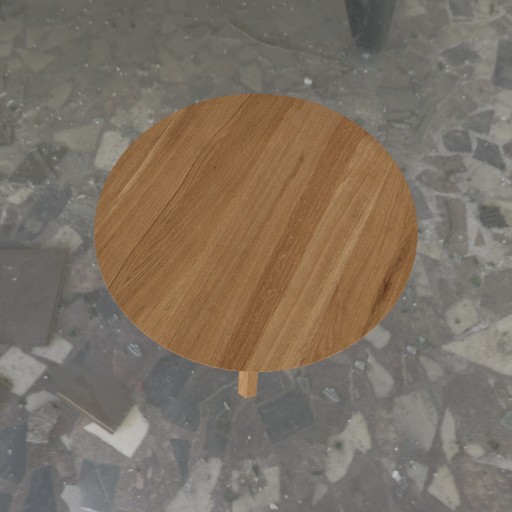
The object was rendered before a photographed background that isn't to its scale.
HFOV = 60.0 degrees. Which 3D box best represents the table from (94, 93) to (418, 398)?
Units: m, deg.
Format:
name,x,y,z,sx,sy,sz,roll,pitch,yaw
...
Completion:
name,x,y,z,sx,sy,sz,roll,pitch,yaw
table,0.000,0.000,1.736,1.038,0.666,1.038,0,63,0
